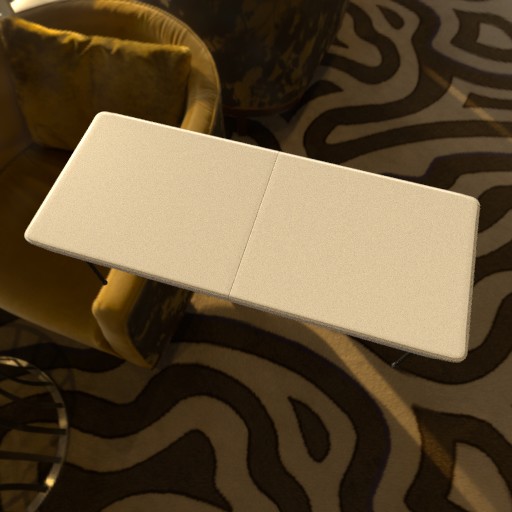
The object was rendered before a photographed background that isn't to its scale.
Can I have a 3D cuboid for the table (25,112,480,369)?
[{"bbox_3d":[0.000,0.000,2.213,1.829,0.719,0.761,15,64,7],"label":"table"}]
